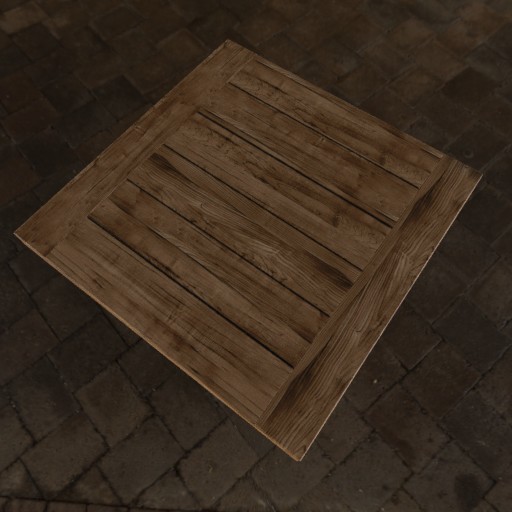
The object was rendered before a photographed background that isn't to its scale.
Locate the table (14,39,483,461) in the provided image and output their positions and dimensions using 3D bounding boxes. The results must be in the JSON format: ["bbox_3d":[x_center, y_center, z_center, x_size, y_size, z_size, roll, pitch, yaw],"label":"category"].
[{"bbox_3d":[0.000,0.000,1.011,0.610,0.457,0.610,34,69,15],"label":"table"}]
